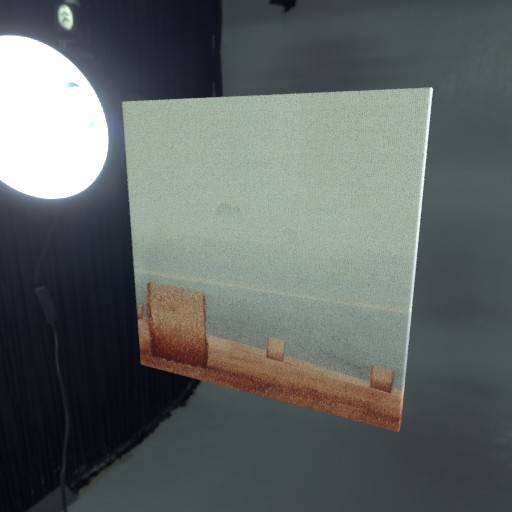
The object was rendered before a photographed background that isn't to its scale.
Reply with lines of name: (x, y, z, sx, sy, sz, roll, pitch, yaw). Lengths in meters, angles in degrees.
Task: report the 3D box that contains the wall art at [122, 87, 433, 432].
wall art: (0.000, 0.000, 1.117, 0.760, 0.760, 0.042, 7, 16, 24)
